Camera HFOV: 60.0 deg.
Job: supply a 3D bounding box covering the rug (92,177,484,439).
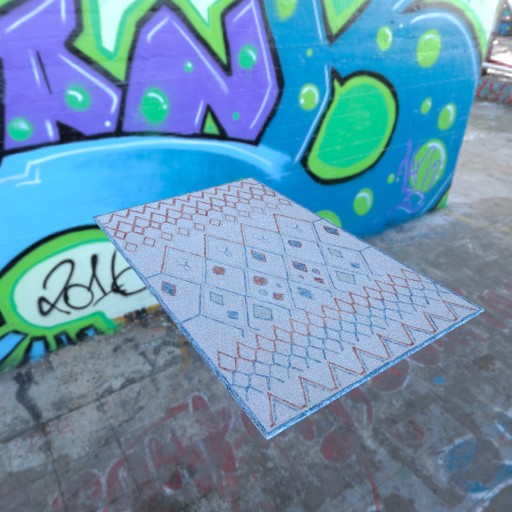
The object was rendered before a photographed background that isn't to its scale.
[{"bbox_3d":[0.000,0.000,3.042,1.524,0.015,2.438,-19,37,-28],"label":"rug"}]
